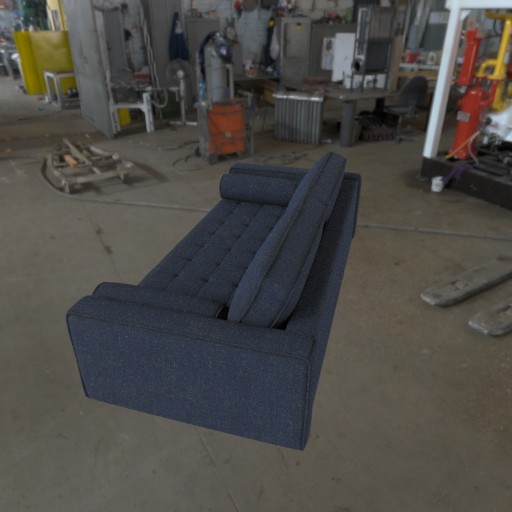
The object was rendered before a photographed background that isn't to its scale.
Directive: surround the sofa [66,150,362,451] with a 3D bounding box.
[{"bbox_3d":[0.000,0.000,2.331,0.914,0.762,1.880,8,30,14],"label":"sofa"}]
